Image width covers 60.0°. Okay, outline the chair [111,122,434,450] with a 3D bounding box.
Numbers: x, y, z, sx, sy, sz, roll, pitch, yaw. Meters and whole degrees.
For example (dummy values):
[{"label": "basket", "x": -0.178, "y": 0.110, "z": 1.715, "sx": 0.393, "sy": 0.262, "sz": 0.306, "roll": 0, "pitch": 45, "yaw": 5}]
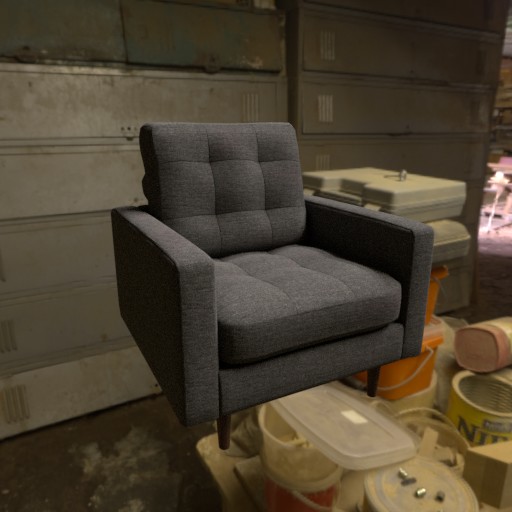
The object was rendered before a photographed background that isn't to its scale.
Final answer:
[{"label": "chair", "x": 0.000, "y": 0.000, "z": 1.518, "sx": 0.821, "sy": 0.880, "sz": 0.843, "roll": -8, "pitch": 18, "yaw": -26}]
